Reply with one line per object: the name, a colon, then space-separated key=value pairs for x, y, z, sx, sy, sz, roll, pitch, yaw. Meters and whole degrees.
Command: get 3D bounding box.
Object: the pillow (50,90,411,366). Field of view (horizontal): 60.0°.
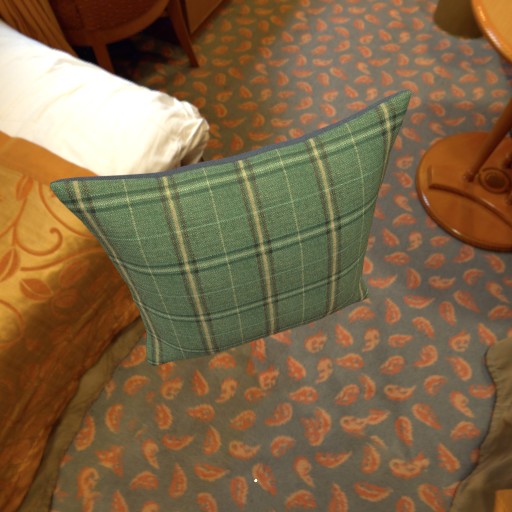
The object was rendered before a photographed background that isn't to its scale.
pillow: x=0.000 y=0.000 z=0.695 sx=0.453 sy=0.430 sz=0.200 roll=-17 pitch=64 yaw=-8
